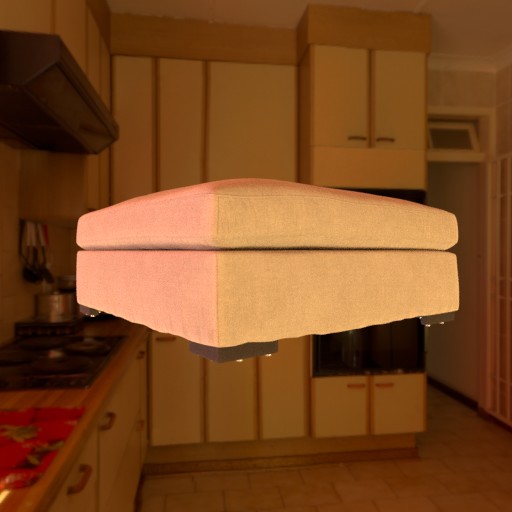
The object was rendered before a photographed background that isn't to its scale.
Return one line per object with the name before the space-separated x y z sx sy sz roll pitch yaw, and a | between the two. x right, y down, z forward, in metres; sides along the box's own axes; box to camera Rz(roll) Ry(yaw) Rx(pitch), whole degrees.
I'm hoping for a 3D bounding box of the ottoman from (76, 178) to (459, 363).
ottoman | 0.000 0.000 1.857 1.171 0.517 1.203 -1 1 -37
